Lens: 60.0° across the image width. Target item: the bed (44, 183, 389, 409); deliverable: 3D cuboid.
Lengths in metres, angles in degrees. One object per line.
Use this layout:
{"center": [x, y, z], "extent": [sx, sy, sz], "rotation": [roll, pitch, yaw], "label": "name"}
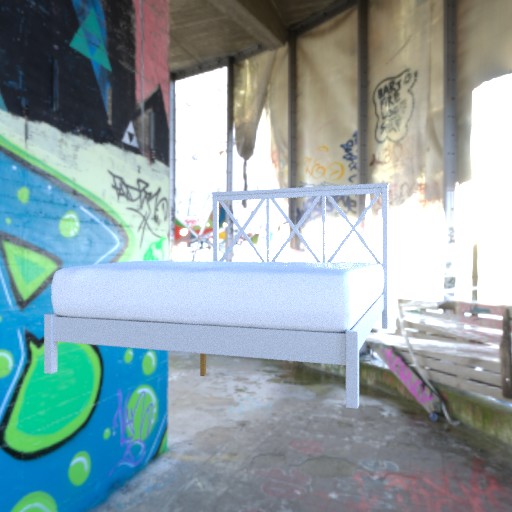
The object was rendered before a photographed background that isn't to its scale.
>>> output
{"center": [0.000, 0.000, 3.094], "extent": [1.673, 1.253, 2.135], "rotation": [0, 0, 20], "label": "bed"}
